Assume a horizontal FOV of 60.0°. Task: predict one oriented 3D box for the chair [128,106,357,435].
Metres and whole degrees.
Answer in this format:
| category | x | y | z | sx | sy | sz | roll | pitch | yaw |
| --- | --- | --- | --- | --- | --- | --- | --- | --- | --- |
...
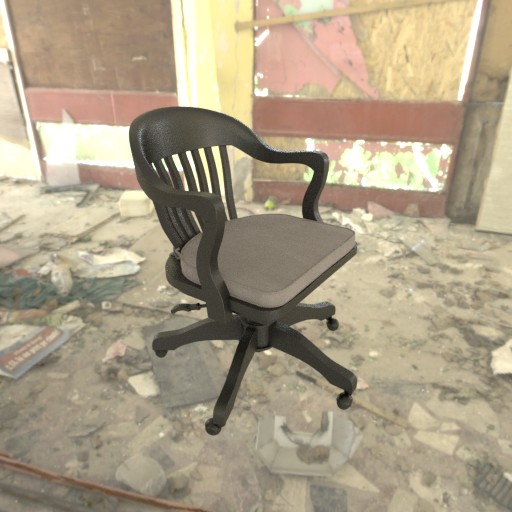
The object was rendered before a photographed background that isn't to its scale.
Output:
| category | x | y | z | sx | sy | sz | roll | pitch | yaw |
| --- | --- | --- | --- | --- | --- | --- | --- | --- | --- |
| chair | 0.000 | 0.000 | 1.467 | 0.788 | 0.878 | 0.750 | 18 | 31 | 32 |
